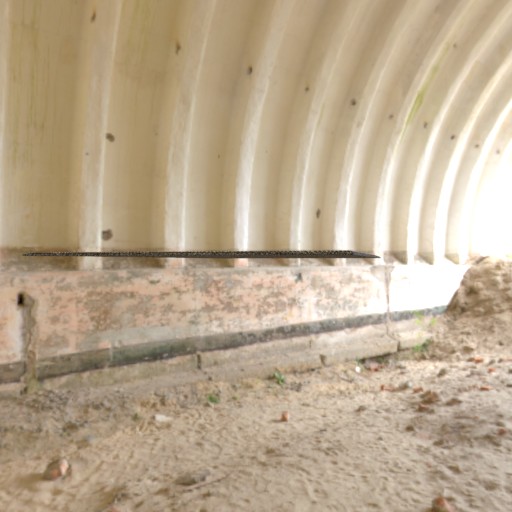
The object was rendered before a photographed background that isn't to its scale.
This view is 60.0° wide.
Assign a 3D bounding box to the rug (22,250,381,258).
[{"bbox_3d":[0.000,0.000,3.010,1.538,0.021,2.443,0,-1,18],"label":"rug"}]
